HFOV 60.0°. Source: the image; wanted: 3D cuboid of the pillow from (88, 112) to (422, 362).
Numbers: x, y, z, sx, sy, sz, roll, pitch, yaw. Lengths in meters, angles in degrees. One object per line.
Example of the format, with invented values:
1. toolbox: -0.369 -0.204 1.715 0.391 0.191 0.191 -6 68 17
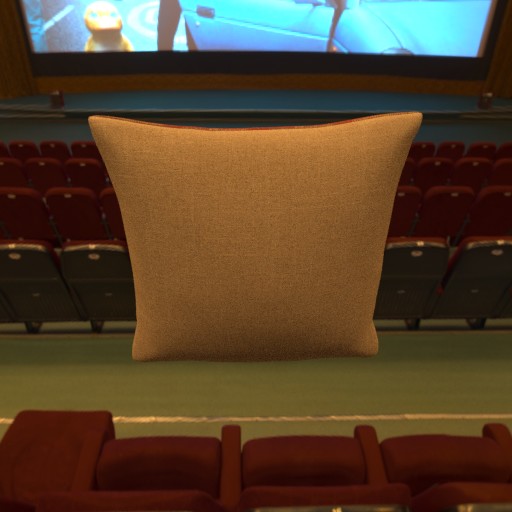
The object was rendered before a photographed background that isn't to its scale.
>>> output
1. pillow: 0.000 0.000 0.797 0.511 0.503 0.182 -1 31 -1
